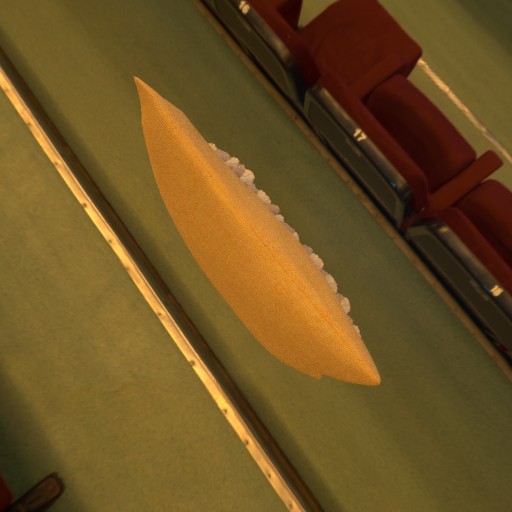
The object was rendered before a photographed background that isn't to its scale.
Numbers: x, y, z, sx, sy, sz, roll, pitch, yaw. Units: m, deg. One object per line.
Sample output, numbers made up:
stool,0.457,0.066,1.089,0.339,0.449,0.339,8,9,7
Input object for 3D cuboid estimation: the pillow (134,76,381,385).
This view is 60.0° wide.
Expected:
pillow,0.000,0.000,0.740,0.167,0.481,0.485,-36,79,-8
